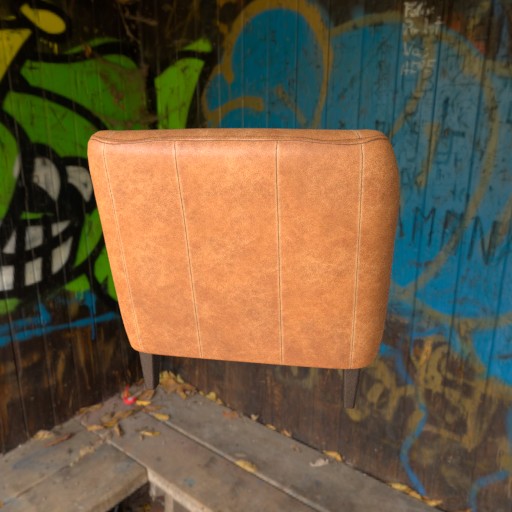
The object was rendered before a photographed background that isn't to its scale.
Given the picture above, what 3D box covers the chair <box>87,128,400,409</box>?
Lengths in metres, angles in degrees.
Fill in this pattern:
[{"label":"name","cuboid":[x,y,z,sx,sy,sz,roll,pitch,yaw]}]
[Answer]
[{"label":"chair","cuboid":[0.000,0.000,1.803,1.037,0.980,1.034,2,15,9]}]
